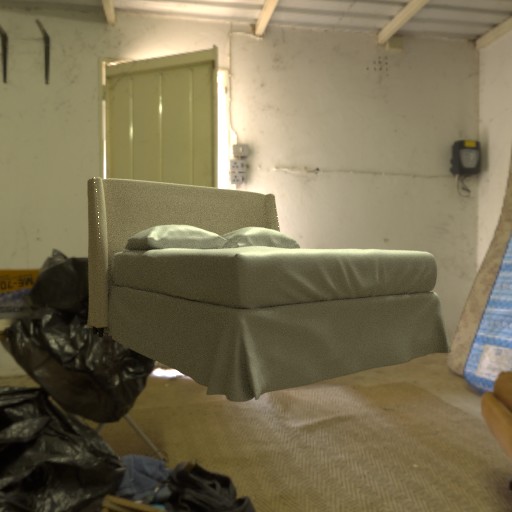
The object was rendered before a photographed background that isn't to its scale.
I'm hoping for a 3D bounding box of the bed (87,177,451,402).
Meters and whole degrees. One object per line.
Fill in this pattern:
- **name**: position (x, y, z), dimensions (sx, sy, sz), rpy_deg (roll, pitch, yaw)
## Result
- **bed**: position (0.000, 0.000, 3.383), dimensions (1.925, 1.332, 2.276), rpy_deg (0, 1, -35)
